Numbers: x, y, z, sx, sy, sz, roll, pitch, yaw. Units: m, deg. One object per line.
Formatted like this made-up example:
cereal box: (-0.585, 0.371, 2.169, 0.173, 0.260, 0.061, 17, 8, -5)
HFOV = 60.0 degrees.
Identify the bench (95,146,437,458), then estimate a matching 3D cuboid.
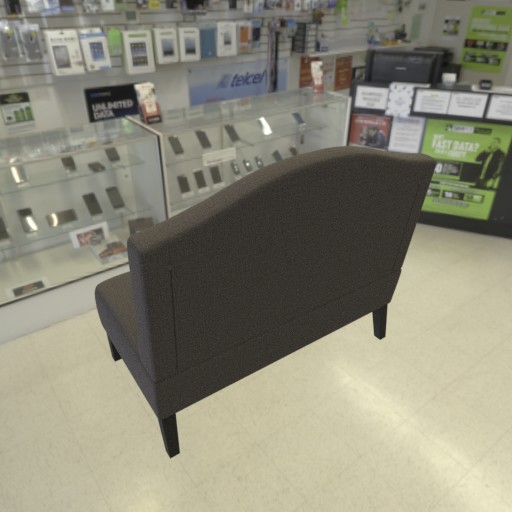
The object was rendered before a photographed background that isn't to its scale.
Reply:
bench: (0.000, 0.000, 2.046, 1.335, 1.180, 0.815, -20, 37, -29)
